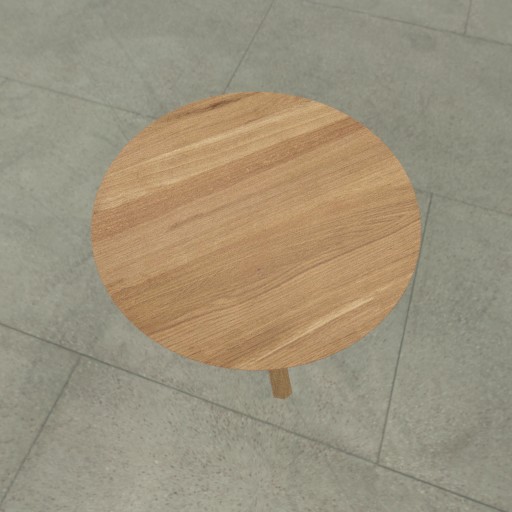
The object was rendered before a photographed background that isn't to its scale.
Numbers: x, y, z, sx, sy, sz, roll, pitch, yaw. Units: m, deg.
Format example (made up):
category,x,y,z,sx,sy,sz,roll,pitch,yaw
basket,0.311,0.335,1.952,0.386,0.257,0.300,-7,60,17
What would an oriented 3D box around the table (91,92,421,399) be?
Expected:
category,x,y,z,sx,sy,sz,roll,pitch,yaw
table,0.000,0.000,1.707,1.038,0.666,1.038,0,62,0
